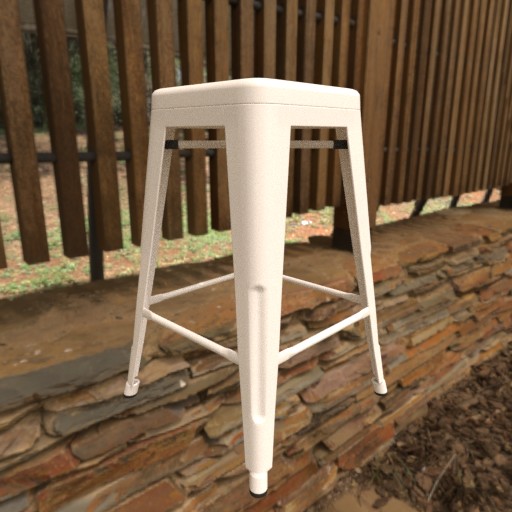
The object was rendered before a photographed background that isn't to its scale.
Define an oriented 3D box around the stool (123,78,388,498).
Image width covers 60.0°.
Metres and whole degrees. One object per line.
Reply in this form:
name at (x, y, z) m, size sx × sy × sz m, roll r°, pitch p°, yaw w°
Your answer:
stool at (0.000, 0.000, 0.865) m, size 0.406 × 0.610 × 0.406 m, roll 14°, pitch 21°, yaw 42°
